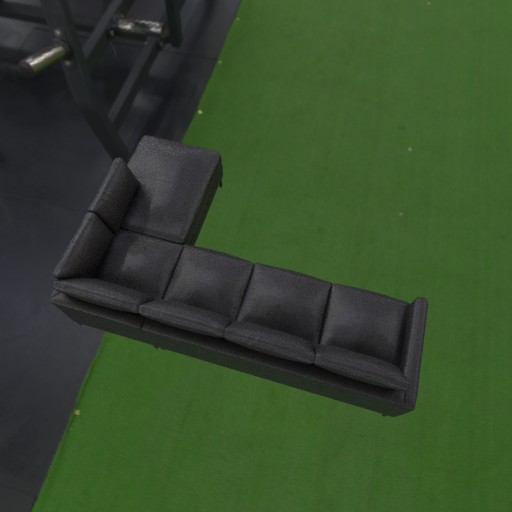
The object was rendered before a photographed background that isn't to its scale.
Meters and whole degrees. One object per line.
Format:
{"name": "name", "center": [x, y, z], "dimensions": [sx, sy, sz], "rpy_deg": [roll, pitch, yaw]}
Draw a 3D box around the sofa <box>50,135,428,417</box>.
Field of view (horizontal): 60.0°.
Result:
{"name": "sofa", "center": [0.000, 0.000, 3.977], "dimensions": [2.984, 0.877, 1.938], "rpy_deg": [15, 65, 7]}
